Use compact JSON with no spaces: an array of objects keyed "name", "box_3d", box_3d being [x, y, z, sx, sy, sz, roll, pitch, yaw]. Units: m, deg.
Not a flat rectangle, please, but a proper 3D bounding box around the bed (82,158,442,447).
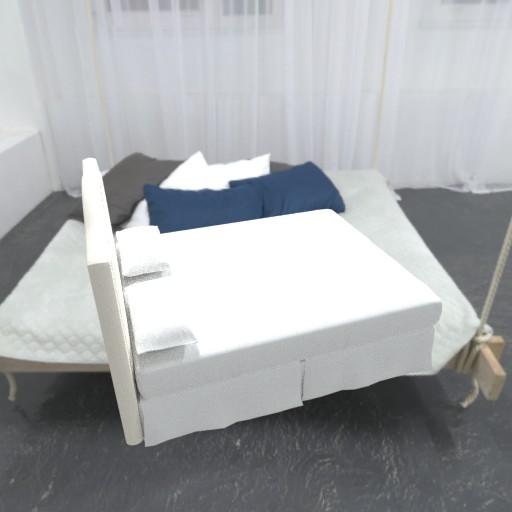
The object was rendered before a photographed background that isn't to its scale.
[{"name":"bed","box_3d":[0.000,0.000,3.414,2.282,1.436,1.821,-10,32,-17]}]
